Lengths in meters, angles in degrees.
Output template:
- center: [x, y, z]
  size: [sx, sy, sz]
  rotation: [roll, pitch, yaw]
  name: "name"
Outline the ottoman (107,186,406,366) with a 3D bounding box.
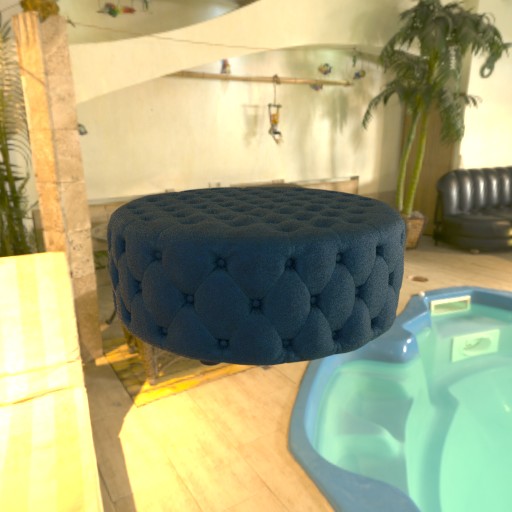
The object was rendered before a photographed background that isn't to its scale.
- center: [0.000, 0.000, 1.565]
  size: [0.998, 0.398, 0.998]
  rotation: [0, 16, 0]
  name: "ottoman"
